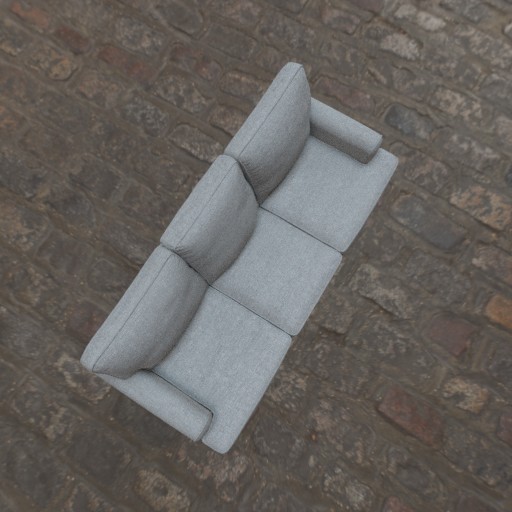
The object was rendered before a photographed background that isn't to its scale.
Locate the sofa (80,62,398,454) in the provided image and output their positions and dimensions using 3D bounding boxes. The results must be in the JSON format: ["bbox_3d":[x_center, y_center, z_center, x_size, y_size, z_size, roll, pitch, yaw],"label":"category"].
[{"bbox_3d":[0.000,0.000,2.733,0.951,0.965,2.158,31,78,7],"label":"sofa"}]
